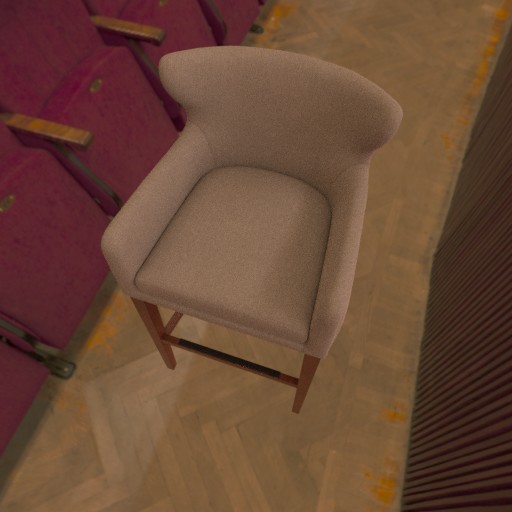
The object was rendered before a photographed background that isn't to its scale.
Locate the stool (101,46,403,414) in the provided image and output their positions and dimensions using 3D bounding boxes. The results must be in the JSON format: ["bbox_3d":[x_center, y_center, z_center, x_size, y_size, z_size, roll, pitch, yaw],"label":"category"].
[{"bbox_3d":[0.000,0.000,1.350,0.575,1.047,0.575,16,60,10],"label":"stool"}]
